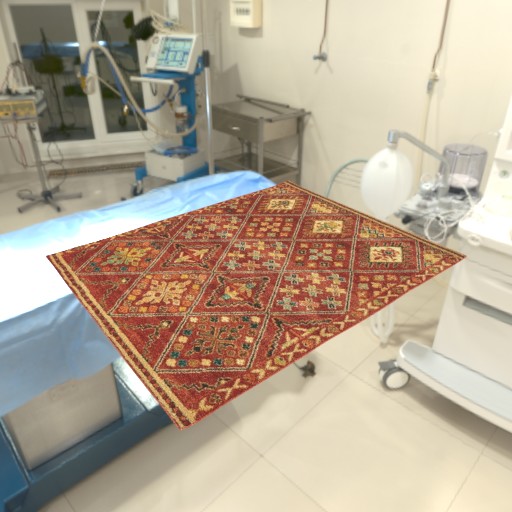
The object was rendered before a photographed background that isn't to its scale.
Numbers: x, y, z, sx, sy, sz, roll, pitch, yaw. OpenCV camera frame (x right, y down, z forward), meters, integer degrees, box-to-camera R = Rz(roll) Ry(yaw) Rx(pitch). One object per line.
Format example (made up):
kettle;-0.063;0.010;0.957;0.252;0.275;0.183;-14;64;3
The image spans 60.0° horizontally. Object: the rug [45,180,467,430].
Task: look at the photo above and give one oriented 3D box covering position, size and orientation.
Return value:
rug;0.000;0.000;4.139;3.086;0.030;2.489;-22;37;-33
